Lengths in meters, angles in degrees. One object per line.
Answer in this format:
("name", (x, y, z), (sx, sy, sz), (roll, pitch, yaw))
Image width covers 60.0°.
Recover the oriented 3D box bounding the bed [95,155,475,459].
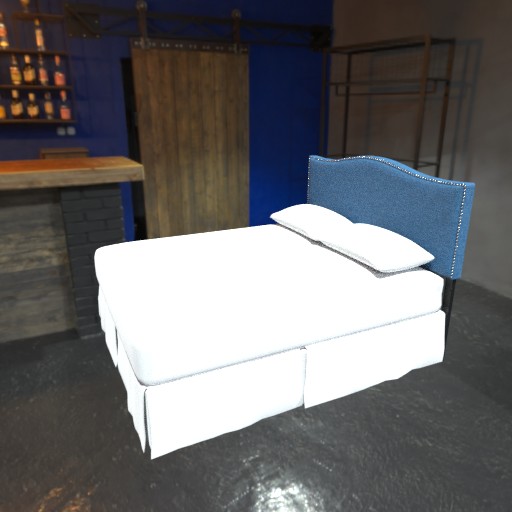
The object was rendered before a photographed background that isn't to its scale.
("bed", (0.000, 0.000, 2.835), (1.872, 1.169, 1.610), (-9, 21, -24))
